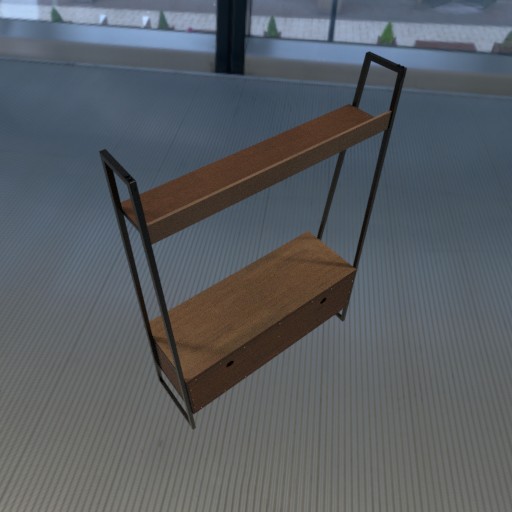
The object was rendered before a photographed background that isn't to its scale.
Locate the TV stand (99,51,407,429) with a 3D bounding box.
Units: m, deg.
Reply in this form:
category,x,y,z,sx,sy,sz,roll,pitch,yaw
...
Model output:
category,x,y,z,sx,sy,sz,roll,pitch,yaw
TV stand,0.000,0.000,2.298,1.250,1.772,0.432,-30,53,-25
